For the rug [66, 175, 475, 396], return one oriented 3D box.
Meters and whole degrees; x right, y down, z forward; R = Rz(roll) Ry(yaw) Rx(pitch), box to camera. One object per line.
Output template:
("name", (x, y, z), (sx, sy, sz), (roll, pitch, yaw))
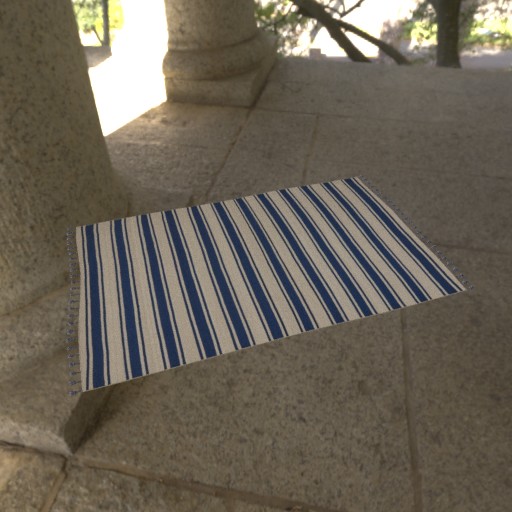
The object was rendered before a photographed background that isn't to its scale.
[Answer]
("rug", (0.000, 0.000, 2.587), (2.108, 0.009, 1.248), (-12, 43, -14))
